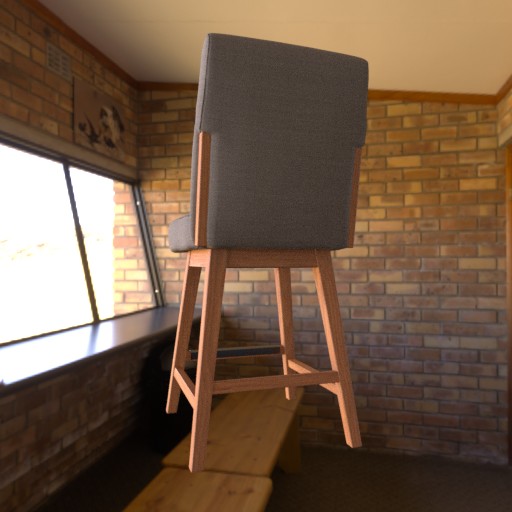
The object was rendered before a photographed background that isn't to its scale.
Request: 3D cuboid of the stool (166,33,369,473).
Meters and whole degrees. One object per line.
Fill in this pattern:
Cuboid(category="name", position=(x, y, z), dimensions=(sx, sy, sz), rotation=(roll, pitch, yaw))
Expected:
Cuboid(category="stool", position=(0.000, 0.000, 1.306), dimensions=(0.459, 1.019, 0.570), rotation=(0, -1, -19))
